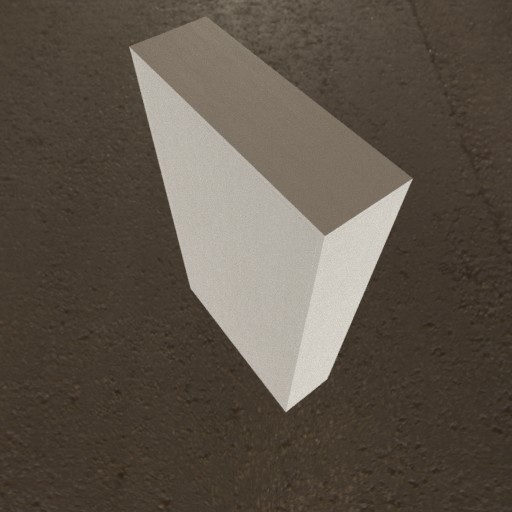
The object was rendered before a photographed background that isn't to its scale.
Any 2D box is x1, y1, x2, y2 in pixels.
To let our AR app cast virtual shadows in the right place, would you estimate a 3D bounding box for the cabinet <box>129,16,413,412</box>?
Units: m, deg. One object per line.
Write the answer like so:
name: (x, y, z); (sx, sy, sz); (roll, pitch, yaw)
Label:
cabinet: (0.000, 0.000, 1.551); (0.250, 1.280, 0.750); (-32, 62, -19)
